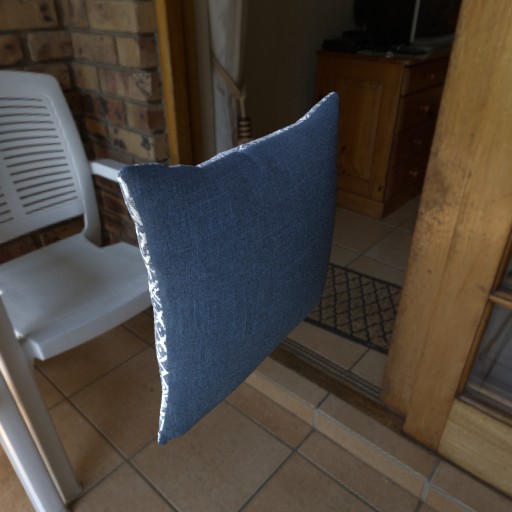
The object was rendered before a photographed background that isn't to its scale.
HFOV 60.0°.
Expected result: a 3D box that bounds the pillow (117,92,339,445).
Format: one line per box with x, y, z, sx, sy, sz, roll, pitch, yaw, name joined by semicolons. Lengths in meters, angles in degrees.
0.000;0.000;0.800;0.180;0.487;0.546;20;37;30;pillow
